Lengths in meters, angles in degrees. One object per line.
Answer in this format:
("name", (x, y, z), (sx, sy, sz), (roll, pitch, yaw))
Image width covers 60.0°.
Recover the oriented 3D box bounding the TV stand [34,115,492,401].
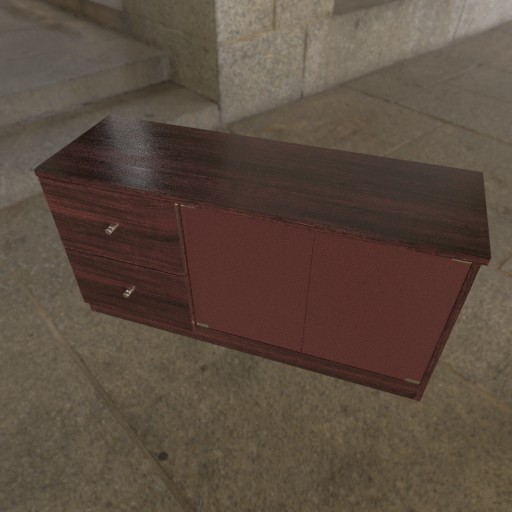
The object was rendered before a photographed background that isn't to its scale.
("TV stand", (0.000, 0.000, 1.428), (1.192, 0.614, 0.404), (12, 43, 14))
